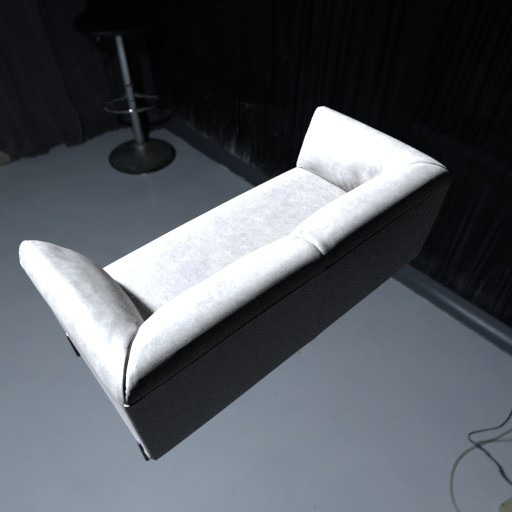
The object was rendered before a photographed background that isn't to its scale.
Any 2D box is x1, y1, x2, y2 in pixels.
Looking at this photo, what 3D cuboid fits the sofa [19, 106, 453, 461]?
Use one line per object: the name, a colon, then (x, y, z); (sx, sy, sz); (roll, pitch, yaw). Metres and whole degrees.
sofa: (0.000, 0.000, 2.238); (1.878, 0.747, 0.905); (-32, 54, -27)
